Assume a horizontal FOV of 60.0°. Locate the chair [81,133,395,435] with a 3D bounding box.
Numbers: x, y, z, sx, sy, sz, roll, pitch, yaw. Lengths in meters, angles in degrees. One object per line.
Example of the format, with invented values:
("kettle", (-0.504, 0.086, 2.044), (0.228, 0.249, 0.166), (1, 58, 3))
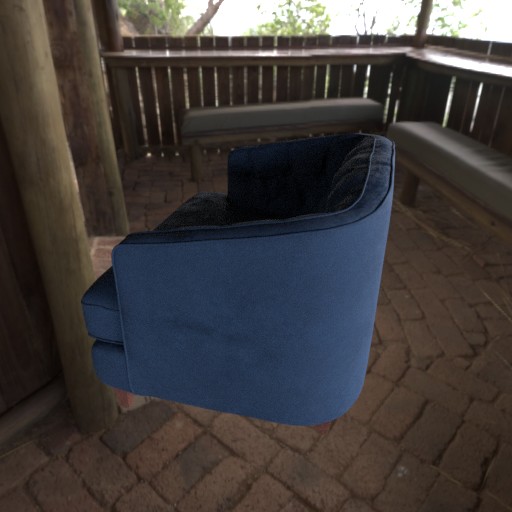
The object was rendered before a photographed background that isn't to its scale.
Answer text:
("chair", (0.000, 0.000, 1.733), (0.940, 0.852, 1.094), (8, 30, 14))
